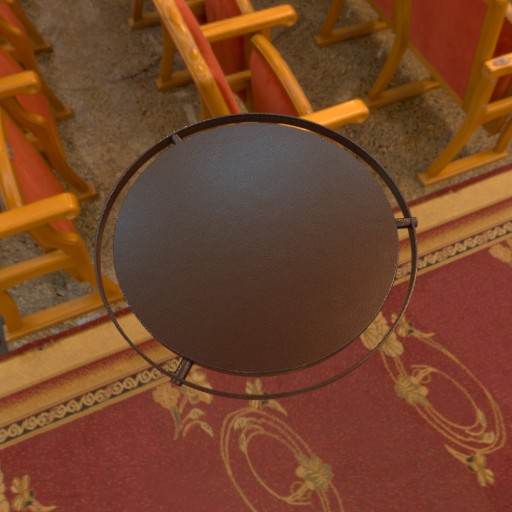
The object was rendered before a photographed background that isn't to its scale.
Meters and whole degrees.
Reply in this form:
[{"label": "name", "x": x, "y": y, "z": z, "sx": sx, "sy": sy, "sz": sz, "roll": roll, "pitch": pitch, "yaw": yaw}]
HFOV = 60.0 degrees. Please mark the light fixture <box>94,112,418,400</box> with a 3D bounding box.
[{"label": "light fixture", "x": 0.000, "y": 0.000, "z": 0.553, "sx": 0.361, "sy": 0.130, "sz": 0.361, "roll": 0, "pitch": 63, "yaw": 0}]
